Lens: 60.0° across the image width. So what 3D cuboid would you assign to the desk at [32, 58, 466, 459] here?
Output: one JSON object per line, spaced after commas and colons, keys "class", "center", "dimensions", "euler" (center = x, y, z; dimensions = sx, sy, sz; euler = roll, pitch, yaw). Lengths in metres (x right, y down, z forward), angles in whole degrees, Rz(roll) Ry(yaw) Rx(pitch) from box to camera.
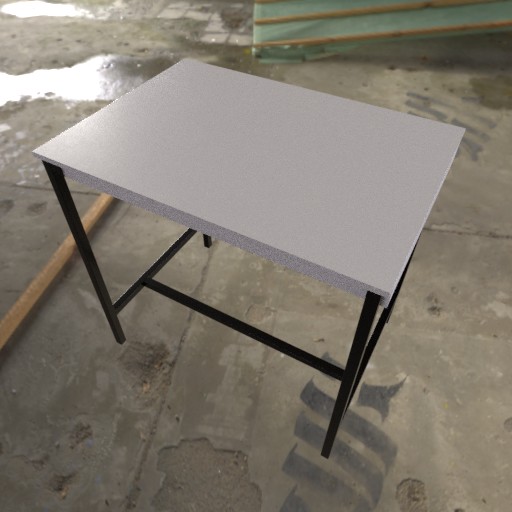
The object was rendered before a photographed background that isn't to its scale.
{"class": "desk", "center": [0.000, 0.000, 1.286], "dimensions": [0.811, 0.766, 0.573], "euler": [22, 50, 20]}
